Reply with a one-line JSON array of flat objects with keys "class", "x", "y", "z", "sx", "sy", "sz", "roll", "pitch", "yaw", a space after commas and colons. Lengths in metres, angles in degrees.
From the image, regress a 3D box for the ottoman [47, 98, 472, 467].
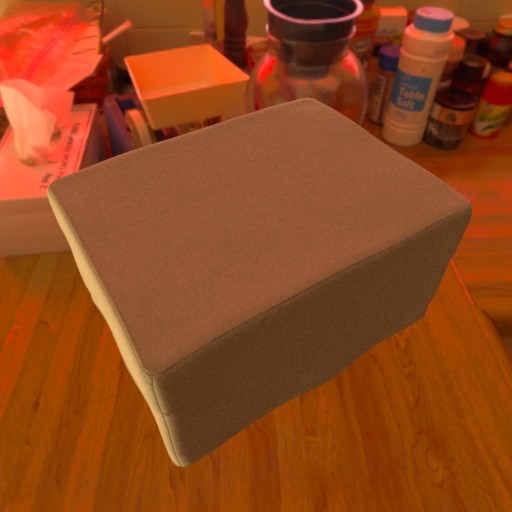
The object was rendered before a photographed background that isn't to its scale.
[{"class": "ottoman", "x": 0.000, "y": 0.000, "z": 1.201, "sx": 0.833, "sy": 0.461, "sz": 0.648, "roll": -25, "pitch": 52, "yaw": -22}]
